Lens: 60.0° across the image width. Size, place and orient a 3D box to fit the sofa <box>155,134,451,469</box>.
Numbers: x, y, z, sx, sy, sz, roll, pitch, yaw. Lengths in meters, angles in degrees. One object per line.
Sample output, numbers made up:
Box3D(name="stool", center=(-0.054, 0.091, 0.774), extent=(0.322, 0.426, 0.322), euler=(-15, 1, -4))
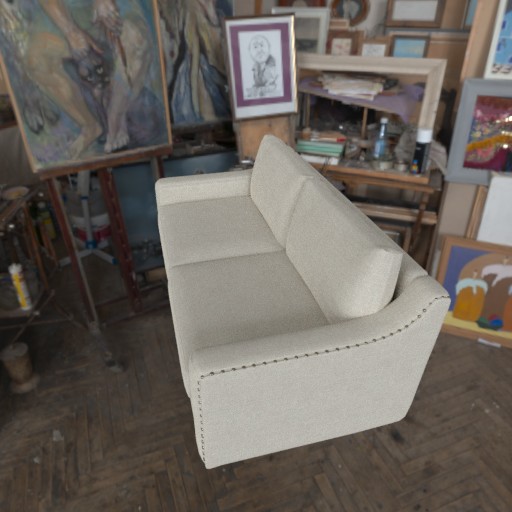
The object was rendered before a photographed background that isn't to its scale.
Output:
Box3D(name="sofa", center=(0.000, 0.000, 2.721), extent=(1.104, 0.983, 2.107), euler=(-8, 32, -13))
